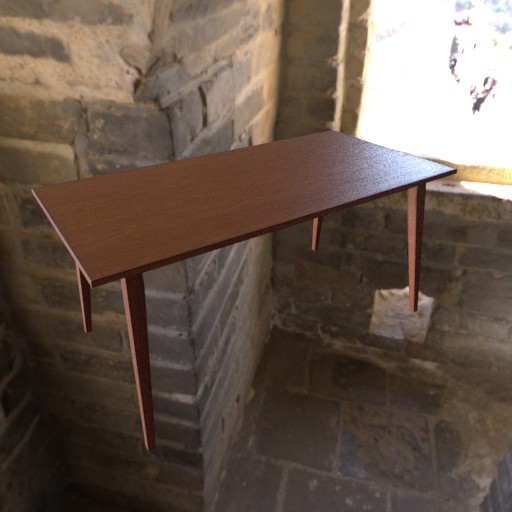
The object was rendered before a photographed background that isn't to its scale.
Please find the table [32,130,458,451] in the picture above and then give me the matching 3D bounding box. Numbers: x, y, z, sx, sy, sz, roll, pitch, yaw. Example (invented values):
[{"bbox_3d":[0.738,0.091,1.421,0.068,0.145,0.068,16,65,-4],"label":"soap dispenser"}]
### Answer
[{"bbox_3d":[0.000,0.000,2.050,1.609,0.755,0.811,-19,35,-29],"label":"table"}]
